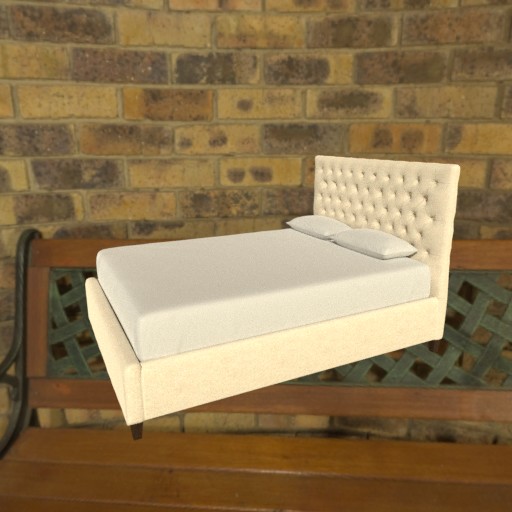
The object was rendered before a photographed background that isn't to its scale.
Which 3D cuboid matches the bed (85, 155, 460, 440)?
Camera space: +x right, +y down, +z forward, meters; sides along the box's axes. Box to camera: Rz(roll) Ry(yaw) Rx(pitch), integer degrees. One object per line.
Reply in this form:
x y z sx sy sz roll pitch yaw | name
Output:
0.000 0.000 3.451 2.387 1.427 1.698 -8 17 -26 | bed
